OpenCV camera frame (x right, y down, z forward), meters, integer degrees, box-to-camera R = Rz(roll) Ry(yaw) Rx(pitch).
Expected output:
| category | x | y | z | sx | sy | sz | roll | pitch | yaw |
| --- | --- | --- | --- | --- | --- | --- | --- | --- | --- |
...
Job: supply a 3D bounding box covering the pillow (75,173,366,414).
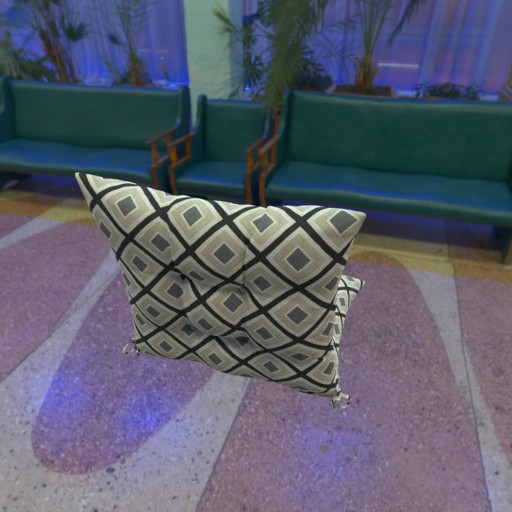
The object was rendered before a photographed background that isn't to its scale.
| category | x | y | z | sx | sy | sz | roll | pitch | yaw |
| --- | --- | --- | --- | --- | --- | --- | --- | --- | --- |
| pillow | 0.000 | 0.000 | 1.047 | 0.541 | 0.536 | 0.585 | 10 | 33 | 15 |
